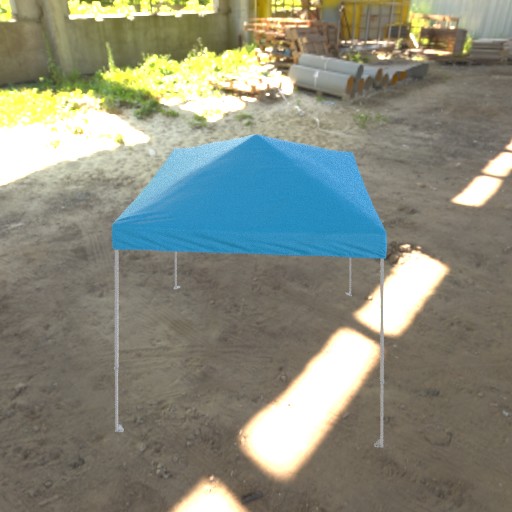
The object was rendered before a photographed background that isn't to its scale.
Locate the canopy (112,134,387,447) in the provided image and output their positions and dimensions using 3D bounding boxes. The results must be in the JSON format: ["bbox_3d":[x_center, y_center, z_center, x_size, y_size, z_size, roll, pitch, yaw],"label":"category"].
[{"bbox_3d":[0.000,0.000,6.598,3.600,3.600,3.599,2,29,3],"label":"canopy"}]
